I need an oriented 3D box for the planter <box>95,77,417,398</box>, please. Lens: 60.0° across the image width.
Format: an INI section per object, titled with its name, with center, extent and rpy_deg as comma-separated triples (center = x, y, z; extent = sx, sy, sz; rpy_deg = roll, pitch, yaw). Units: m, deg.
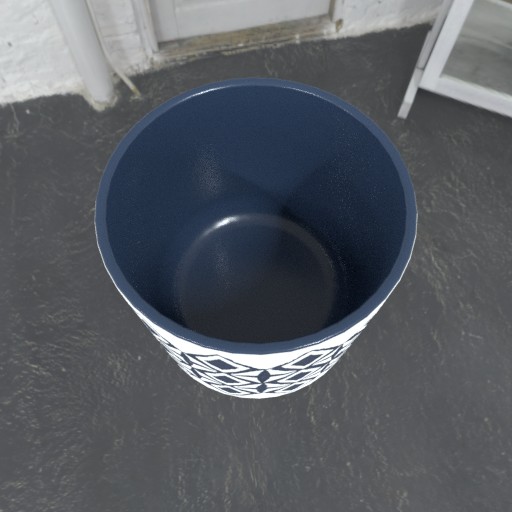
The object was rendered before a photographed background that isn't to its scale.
[planter]
center = 0.000, 0.000, 0.324
extent = 0.182, 0.165, 0.182
rpy_deg = 0, 65, 0
